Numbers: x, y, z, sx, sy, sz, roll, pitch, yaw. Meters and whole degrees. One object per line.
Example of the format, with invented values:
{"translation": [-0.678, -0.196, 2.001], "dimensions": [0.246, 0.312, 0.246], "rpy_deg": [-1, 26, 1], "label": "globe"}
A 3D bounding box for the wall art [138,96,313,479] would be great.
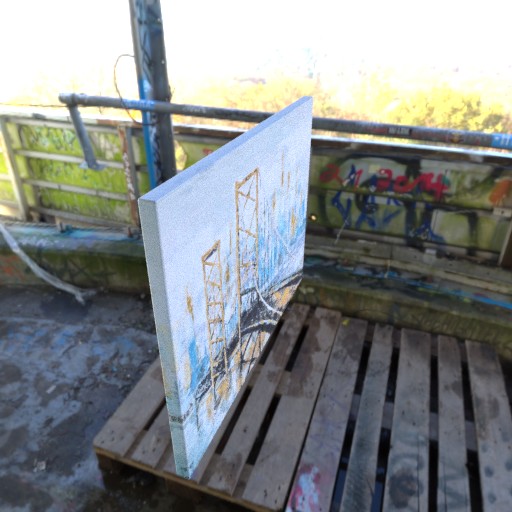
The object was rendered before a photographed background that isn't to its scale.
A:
{"translation": [0.000, 0.000, 1.350], "dimensions": [0.038, 0.762, 1.016], "rpy_deg": [11, 32, 19], "label": "wall art"}
